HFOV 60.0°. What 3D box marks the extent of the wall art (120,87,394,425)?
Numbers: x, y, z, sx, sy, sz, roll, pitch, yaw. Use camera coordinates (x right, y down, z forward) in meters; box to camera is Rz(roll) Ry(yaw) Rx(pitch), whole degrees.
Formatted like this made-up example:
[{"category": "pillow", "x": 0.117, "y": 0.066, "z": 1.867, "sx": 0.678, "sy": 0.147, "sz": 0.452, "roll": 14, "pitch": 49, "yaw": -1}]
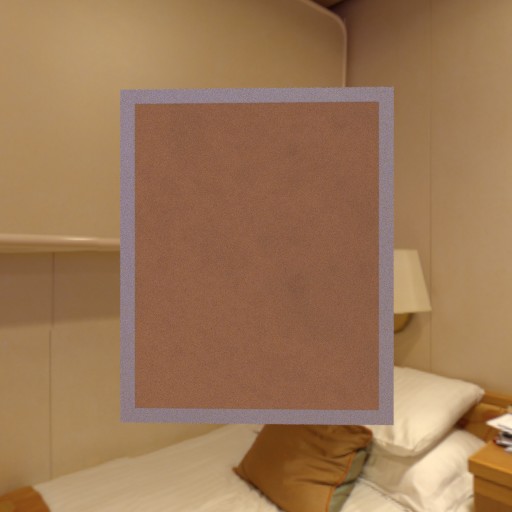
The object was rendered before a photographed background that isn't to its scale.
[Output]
[{"category": "wall art", "x": 0.000, "y": 0.000, "z": 1.085, "sx": 0.661, "sy": 0.811, "sz": 0.026, "roll": 0, "pitch": 0, "yaw": 2}]
